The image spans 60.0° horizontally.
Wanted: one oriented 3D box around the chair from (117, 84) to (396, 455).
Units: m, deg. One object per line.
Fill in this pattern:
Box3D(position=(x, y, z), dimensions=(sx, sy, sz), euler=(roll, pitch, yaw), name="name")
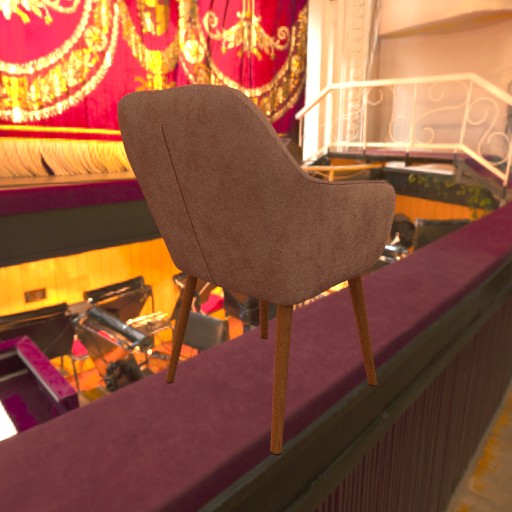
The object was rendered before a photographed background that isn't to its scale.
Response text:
Box3D(position=(0.000, 0.000, 1.219), dimensions=(0.610, 0.832, 0.570), euler=(15, 21, 43), name="chair")
